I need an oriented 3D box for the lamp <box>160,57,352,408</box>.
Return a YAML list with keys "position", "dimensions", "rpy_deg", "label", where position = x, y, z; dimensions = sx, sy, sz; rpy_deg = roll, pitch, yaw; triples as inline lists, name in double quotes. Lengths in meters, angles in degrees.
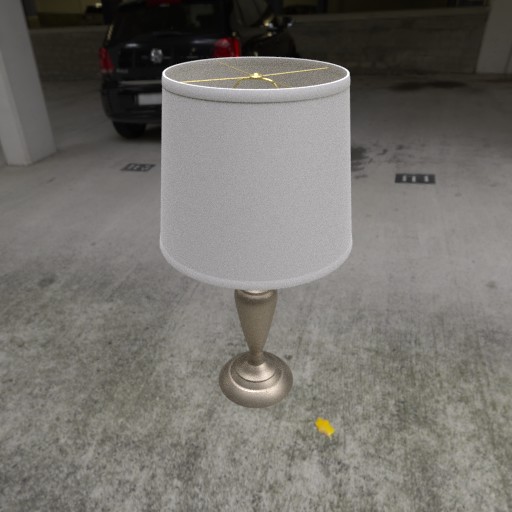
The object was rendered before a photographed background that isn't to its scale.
- position: [0.000, 0.000, 0.791]
  dimensions: [0.328, 0.619, 0.328]
  rpy_deg: [0, 32, 0]
  label: "lamp"
